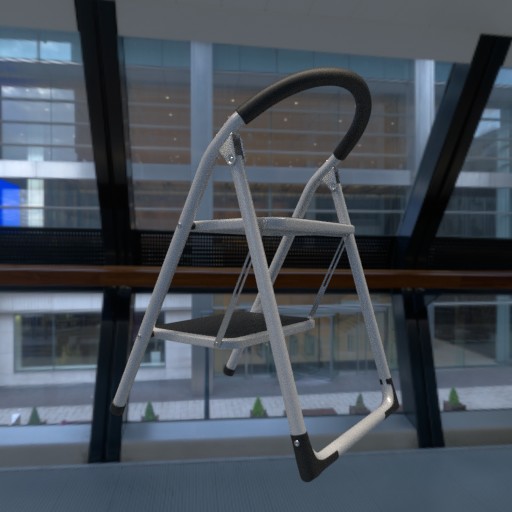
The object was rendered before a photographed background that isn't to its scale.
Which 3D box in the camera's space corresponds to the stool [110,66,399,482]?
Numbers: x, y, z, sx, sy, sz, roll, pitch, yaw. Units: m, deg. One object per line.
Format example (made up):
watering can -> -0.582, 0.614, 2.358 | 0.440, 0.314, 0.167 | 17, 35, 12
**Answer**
stool -> 0.000, 0.000, 1.076 | 0.559, 0.760, 0.453 | 0, 0, 36
